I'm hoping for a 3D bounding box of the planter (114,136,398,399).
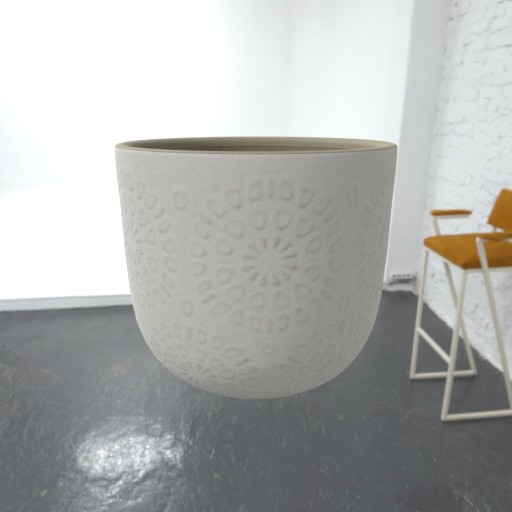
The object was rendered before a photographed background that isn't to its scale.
[{"bbox_3d":[0.000,0.000,0.219,0.124,0.109,0.124,0,17,0],"label":"planter"}]
